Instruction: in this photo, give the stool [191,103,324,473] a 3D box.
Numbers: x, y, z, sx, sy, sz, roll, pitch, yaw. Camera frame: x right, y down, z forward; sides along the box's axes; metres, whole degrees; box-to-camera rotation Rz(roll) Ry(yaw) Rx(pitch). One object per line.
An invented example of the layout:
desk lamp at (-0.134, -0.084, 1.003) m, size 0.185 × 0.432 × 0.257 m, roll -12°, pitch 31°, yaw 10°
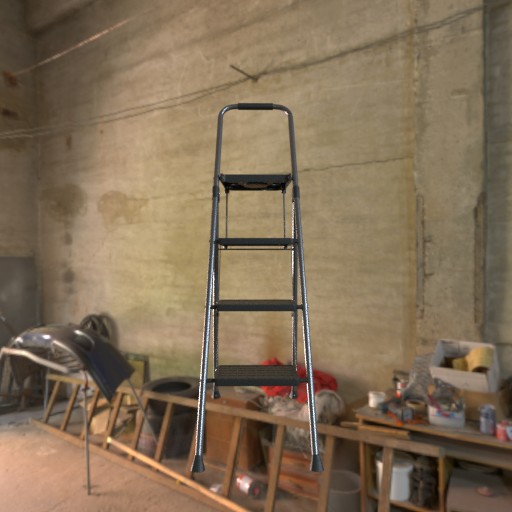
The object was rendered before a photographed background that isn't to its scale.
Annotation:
stool at (0.000, 0.000, 1.671) m, size 0.396 × 1.277 × 0.733 m, roll 0°, pitch 0°, yaw -1°
